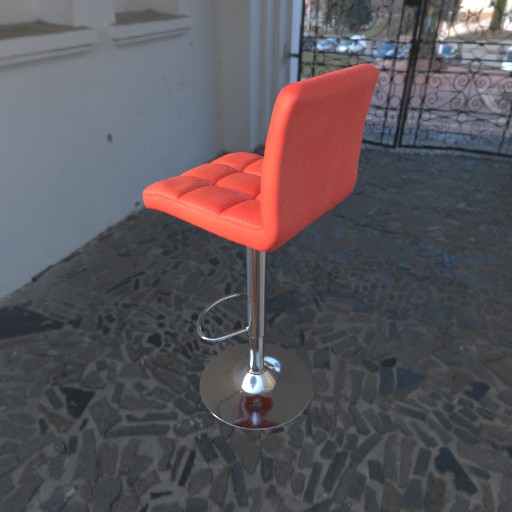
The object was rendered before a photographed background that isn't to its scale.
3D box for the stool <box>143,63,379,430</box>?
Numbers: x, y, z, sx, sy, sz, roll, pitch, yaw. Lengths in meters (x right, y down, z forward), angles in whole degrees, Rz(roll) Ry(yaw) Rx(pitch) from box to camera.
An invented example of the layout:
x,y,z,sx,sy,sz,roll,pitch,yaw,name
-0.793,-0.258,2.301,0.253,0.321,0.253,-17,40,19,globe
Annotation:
x,y,z,sx,sy,sz,roll,pitch,yaw,name
0.000,0.000,1.384,0.505,1.115,0.430,21,37,30,stool
